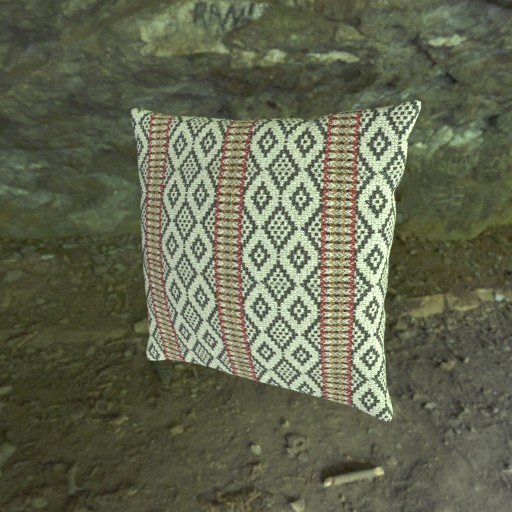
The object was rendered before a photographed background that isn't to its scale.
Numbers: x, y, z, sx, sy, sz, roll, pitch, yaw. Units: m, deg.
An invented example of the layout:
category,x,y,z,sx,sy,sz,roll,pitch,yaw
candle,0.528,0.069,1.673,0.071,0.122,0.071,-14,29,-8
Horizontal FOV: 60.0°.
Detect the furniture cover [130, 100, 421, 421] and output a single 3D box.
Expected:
category,x,y,z,sx,sy,sz,roll,pitch,yaw
furniture cover,0.000,0.000,0.777,0.503,0.506,0.182,7,16,25
